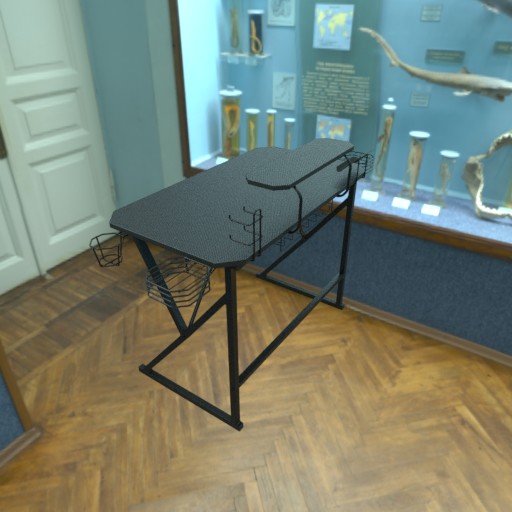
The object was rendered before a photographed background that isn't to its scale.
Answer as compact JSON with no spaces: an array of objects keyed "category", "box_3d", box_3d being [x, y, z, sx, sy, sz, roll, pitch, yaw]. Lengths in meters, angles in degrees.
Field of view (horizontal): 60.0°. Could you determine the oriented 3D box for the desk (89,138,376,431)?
[{"category":"desk","box_3d":[0.000,0.000,1.782,0.580,0.880,1.290,20,36,29]}]
